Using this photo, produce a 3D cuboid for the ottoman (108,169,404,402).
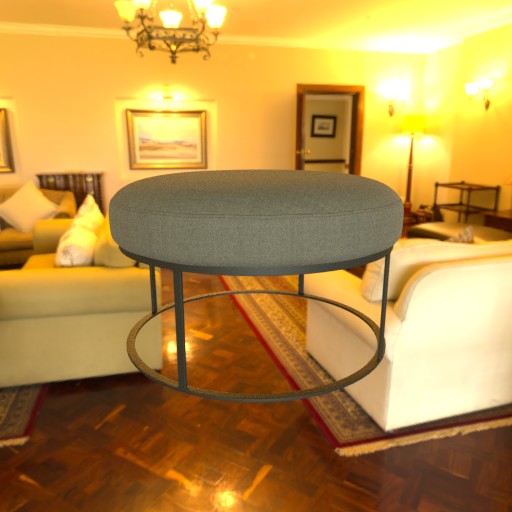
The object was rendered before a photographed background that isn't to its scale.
[{"bbox_3d":[0.000,0.000,1.243,0.772,0.460,0.772,0,14,0],"label":"ottoman"}]
